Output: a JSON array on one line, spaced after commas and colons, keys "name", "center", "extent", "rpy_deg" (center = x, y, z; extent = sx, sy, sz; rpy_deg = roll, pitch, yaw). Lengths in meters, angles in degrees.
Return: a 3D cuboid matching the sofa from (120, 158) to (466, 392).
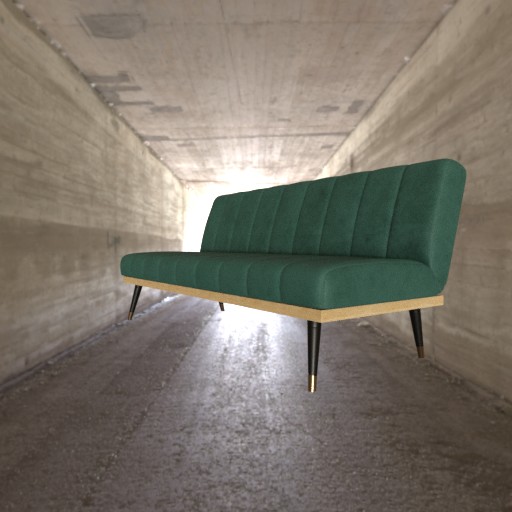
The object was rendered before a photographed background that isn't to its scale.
[{"name": "sofa", "center": [0.000, 0.000, 2.303], "extent": [0.830, 0.820, 1.810], "rpy_deg": [-1, 2, -36]}]
